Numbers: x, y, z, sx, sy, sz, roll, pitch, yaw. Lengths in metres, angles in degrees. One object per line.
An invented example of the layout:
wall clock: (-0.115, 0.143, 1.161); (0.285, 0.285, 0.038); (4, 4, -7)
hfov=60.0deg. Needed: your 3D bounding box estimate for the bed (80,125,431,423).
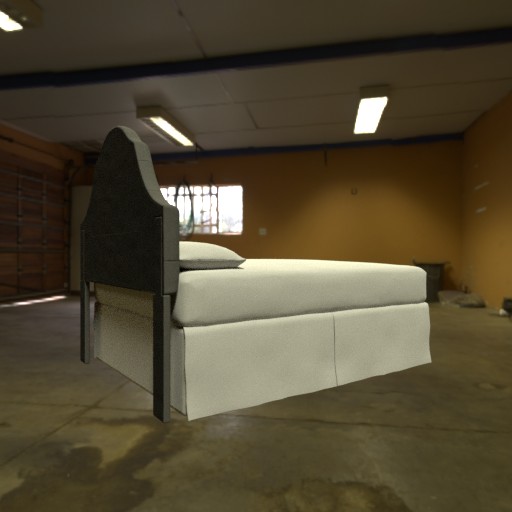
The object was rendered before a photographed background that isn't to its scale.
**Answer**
bed: (0.000, 0.000, 3.330); (2.155, 1.575, 1.636); (0, 0, -36)
